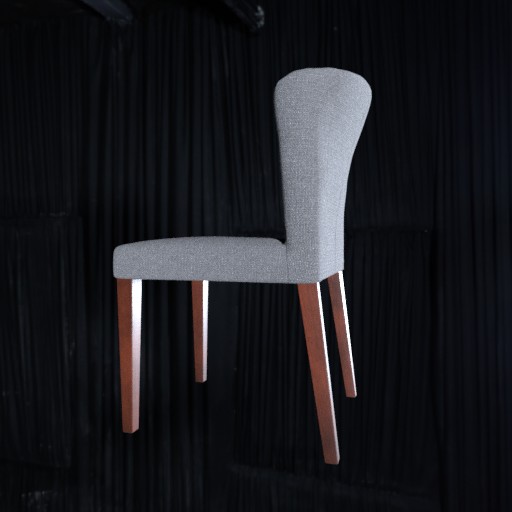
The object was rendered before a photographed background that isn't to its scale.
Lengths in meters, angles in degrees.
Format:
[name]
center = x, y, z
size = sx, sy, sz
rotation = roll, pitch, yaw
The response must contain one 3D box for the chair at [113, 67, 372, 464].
[chair]
center = 0.000, 0.000, 1.178
size = 0.589, 0.839, 0.491
rotation = 1, 2, 18
